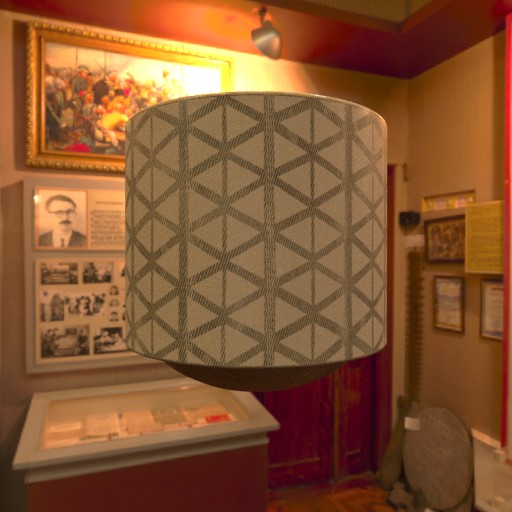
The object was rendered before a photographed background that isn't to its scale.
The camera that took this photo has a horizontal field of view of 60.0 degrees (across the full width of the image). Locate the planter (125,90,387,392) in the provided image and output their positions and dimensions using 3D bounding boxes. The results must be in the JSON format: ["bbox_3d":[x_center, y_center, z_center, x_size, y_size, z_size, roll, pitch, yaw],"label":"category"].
[{"bbox_3d":[0.000,0.000,0.335,0.190,0.181,0.190,0,1,0],"label":"planter"}]
